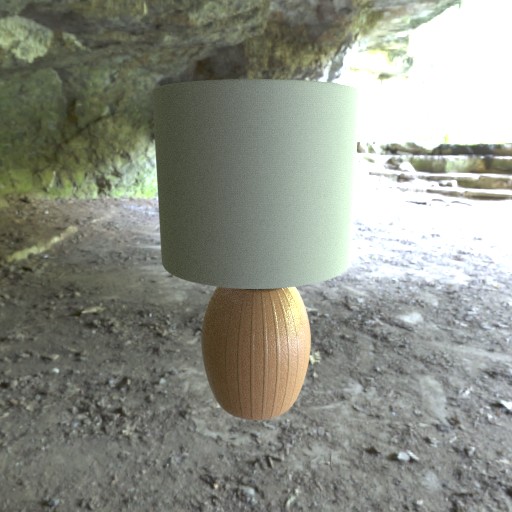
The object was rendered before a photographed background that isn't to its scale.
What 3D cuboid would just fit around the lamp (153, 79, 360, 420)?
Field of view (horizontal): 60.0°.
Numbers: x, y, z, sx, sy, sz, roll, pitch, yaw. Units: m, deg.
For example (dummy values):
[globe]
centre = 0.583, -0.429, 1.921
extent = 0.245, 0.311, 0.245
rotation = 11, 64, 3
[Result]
[lamp]
centre = 0.000, 0.000, 0.788
extent = 0.329, 0.570, 0.329
rotation = 0, 15, 0
